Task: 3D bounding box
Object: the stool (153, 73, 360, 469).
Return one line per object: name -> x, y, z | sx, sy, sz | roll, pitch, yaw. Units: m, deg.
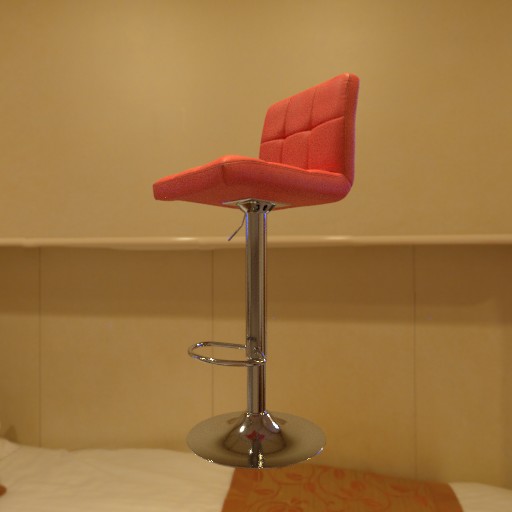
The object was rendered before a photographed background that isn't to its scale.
stool -> 0.000, 0.000, 1.360 | 0.505, 1.115, 0.430 | 0, 0, -36
